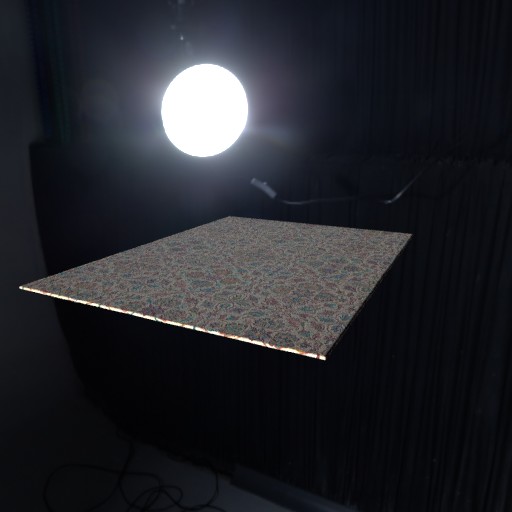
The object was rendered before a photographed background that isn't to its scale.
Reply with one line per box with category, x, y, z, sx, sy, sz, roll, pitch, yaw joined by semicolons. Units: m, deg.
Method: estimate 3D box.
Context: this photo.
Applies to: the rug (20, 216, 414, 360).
rug;0.000;0.000;4.241;2.446;0.020;3.215;8;18;26
